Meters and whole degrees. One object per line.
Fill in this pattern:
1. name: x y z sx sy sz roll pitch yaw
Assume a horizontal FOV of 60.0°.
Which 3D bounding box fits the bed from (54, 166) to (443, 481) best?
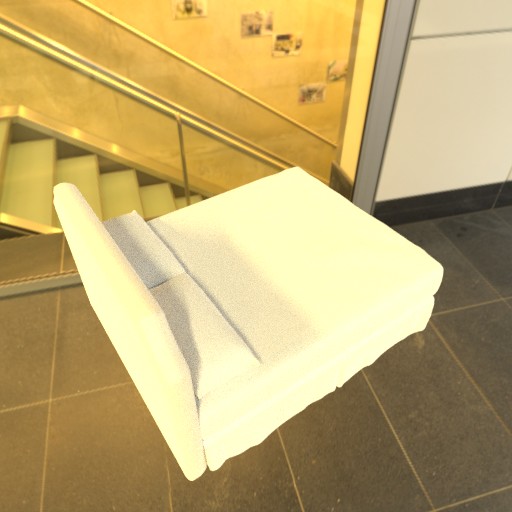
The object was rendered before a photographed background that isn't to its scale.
1. bed: 0.000 0.000 3.777 2.548 1.524 2.134 -25 48 -25
